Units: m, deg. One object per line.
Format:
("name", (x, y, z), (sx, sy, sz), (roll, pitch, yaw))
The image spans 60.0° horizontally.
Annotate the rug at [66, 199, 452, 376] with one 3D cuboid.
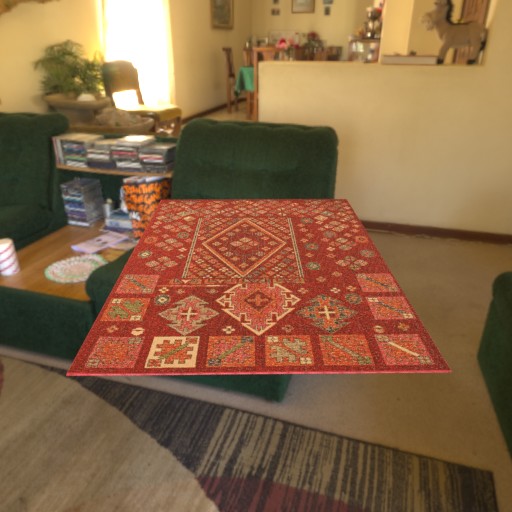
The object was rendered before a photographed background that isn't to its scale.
("rug", (0.000, 0.000, 4.217), (2.389, 0.011, 3.306), (0, 26, -1))
